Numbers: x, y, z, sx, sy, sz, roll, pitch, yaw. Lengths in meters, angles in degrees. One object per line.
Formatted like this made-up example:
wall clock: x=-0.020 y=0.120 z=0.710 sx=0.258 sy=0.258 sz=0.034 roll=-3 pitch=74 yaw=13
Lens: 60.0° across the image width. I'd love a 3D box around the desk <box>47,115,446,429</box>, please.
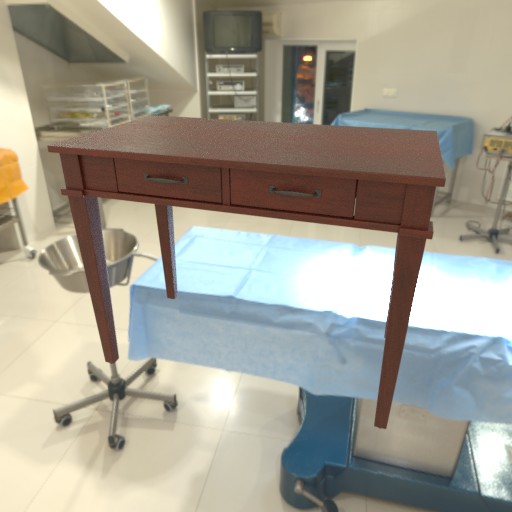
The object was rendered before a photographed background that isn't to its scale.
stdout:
desk: x=0.000 y=0.000 z=1.450 sx=1.001 sy=0.762 sz=0.549 roll=8 pitch=27 yaw=16
